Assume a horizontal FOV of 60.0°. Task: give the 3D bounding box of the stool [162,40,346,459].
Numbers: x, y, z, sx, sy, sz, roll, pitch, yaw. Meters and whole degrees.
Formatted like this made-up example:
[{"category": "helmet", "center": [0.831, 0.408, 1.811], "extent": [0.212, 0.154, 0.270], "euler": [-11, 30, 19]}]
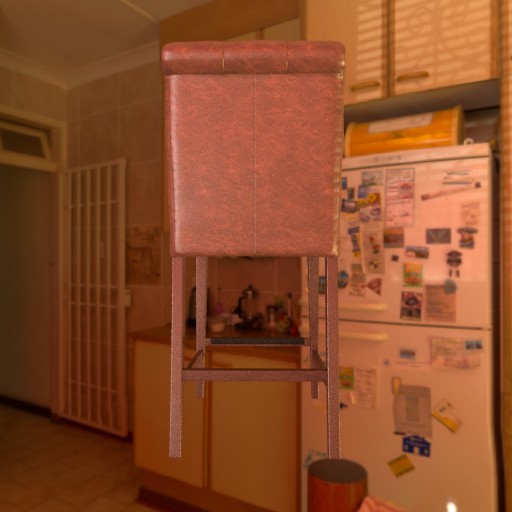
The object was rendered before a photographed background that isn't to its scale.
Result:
[{"category": "stool", "center": [0.000, 0.000, 1.409], "extent": [0.486, 1.084, 0.660], "euler": [0, 0, 1]}]
